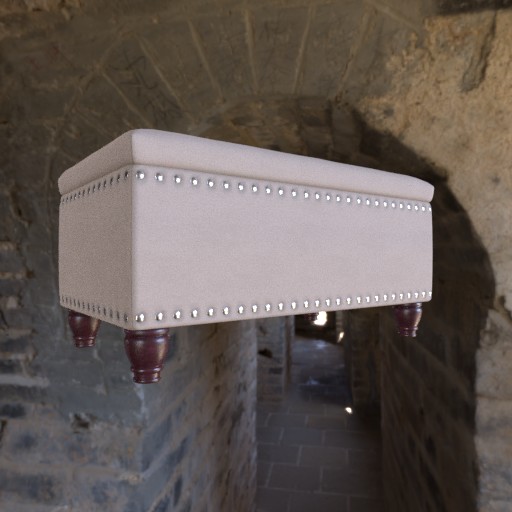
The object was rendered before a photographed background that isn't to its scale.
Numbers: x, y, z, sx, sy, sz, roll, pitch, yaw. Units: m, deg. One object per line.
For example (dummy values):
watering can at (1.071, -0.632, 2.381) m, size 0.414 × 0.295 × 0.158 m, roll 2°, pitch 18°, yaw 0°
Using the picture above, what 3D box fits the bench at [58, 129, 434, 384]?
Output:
bench at (0.000, 0.000, 1.182) m, size 0.887 × 0.449 × 0.500 m, roll 0°, pitch 0°, yaw -36°
